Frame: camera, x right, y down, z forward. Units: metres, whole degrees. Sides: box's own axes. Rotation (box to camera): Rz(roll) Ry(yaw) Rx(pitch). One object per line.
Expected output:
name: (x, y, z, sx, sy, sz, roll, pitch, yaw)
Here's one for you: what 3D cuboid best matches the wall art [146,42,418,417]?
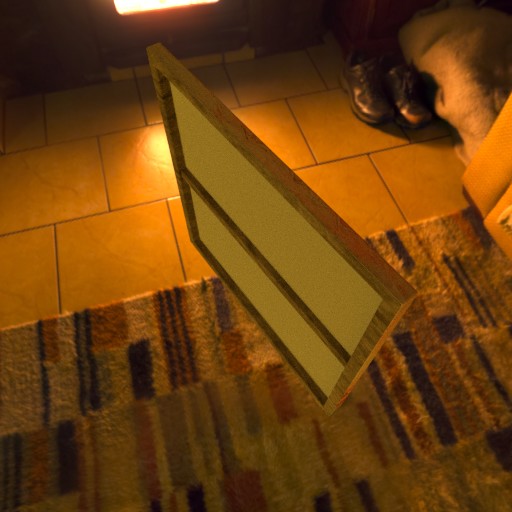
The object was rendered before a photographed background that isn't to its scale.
wall art: (0.000, 0.000, 1.106, 0.035, 0.747, 0.747, -32, 64, -18)
